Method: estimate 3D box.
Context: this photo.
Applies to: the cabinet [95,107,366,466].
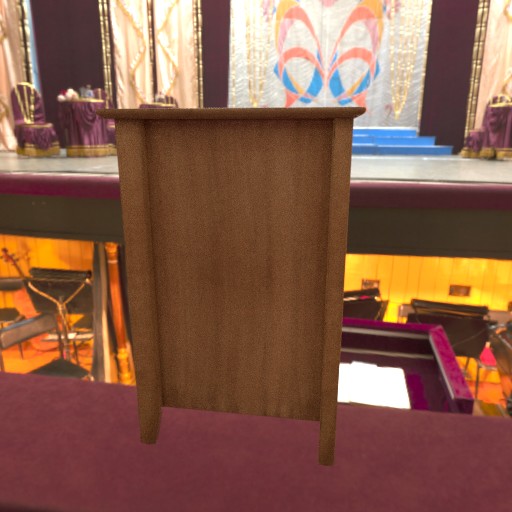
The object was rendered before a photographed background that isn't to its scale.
[{"bbox_3d":[0.000,0.000,1.258,0.503,0.762,0.763,2,16,8],"label":"cabinet"}]
